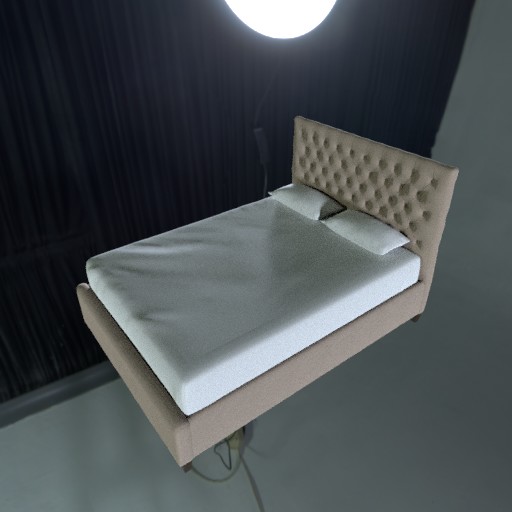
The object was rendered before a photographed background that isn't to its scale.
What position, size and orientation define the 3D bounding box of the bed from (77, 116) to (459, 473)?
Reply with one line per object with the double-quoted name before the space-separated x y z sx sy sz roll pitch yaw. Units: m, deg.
"bed" 0.000 0.000 3.457 2.387 1.427 1.698 -22 39 -31
